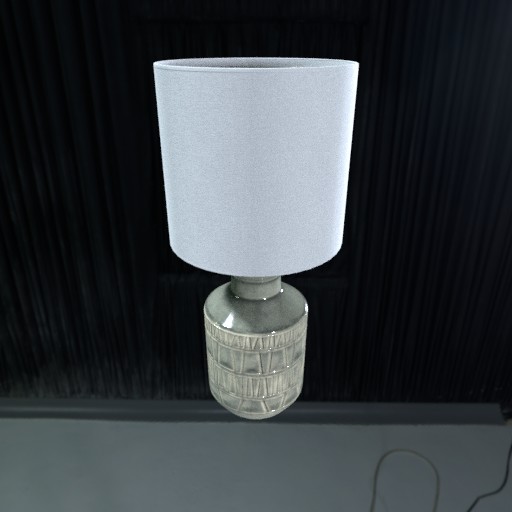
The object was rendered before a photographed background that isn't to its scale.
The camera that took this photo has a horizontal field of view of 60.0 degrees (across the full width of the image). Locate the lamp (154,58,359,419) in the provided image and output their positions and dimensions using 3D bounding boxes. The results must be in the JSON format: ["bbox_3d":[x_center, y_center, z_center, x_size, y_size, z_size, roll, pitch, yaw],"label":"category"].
[{"bbox_3d":[0.000,0.000,0.566,0.211,0.455,0.211,-1,26,-1],"label":"lamp"}]
